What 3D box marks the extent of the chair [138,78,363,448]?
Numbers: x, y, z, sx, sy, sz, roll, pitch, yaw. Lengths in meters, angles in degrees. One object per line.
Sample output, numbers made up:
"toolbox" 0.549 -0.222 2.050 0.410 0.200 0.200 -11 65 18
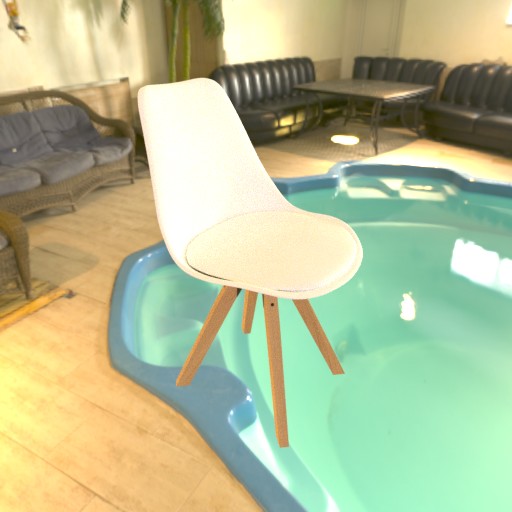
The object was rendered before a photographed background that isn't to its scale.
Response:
"chair" 0.000 0.000 1.198 0.550 0.849 0.485 18 33 31
